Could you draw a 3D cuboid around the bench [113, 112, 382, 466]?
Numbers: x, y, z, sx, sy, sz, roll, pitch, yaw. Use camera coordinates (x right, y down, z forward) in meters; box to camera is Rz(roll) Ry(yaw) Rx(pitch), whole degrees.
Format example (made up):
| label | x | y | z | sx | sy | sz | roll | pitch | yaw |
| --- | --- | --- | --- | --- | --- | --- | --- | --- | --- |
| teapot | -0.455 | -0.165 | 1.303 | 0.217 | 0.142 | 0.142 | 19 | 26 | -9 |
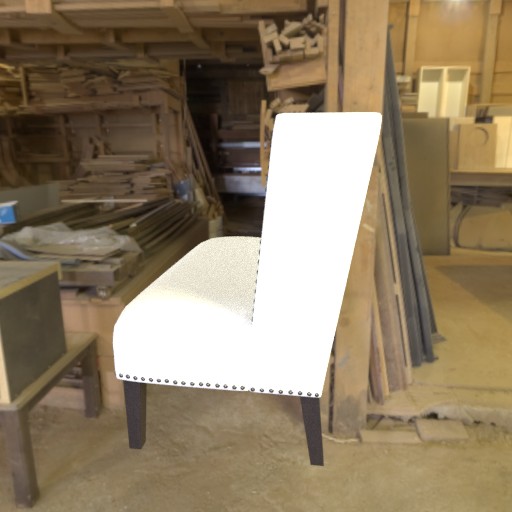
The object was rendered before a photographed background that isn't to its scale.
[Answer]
| label | x | y | z | sx | sy | sz | roll | pitch | yaw |
| --- | --- | --- | --- | --- | --- | --- | --- | --- | --- |
| bench | 0.000 | 0.000 | 1.964 | 0.847 | 1.123 | 1.280 | 2 | 14 | 7 |
